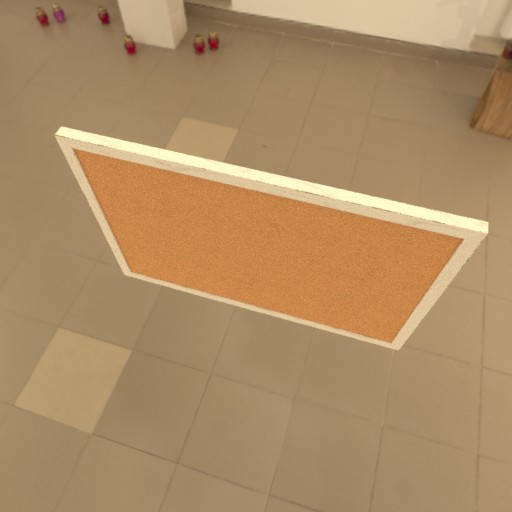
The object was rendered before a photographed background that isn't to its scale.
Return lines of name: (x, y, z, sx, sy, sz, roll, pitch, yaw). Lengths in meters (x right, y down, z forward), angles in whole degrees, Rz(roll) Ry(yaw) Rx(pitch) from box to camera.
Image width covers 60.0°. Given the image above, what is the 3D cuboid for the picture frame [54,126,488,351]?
picture frame: (0.000, 0.000, 1.212, 0.950, 0.640, 0.029, 14, 59, 9)
